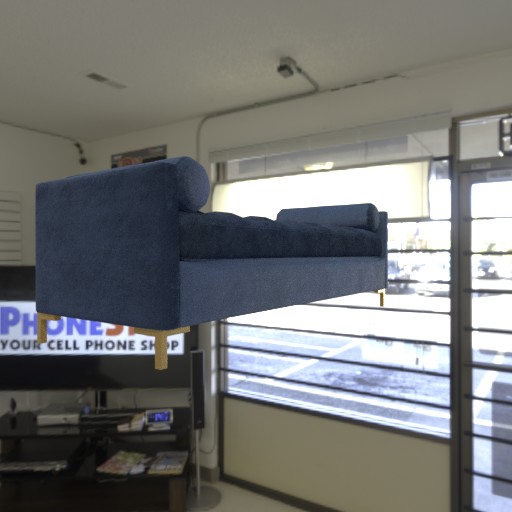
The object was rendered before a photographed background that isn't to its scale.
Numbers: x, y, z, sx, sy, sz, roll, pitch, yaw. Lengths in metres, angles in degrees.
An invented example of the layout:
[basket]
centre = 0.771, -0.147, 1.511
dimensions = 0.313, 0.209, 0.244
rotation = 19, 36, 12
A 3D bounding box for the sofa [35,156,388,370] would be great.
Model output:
[sofa]
centre = 0.000, 0.000, 2.442
dimensions = 0.796, 0.705, 2.102
rotation = 0, 0, 35
